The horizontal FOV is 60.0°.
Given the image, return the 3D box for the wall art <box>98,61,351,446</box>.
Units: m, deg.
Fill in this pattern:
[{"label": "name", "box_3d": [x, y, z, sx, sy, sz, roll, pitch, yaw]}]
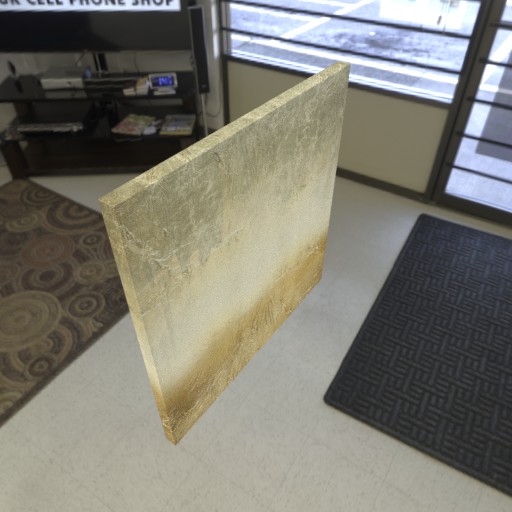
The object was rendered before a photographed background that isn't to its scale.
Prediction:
[{"label": "wall art", "box_3d": [0.000, 0.000, 1.637, 0.051, 1.091, 1.092, 26, 48, 26]}]
